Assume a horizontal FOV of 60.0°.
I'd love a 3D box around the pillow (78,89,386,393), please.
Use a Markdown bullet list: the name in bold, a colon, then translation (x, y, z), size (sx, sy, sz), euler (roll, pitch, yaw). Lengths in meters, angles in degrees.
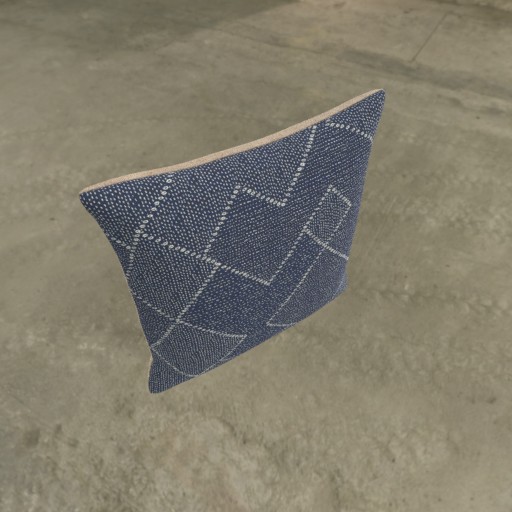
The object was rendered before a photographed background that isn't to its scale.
- **pillow**: translation (0.000, 0.000, 0.686), size (0.435, 0.428, 0.148), euler (-25, 52, -22)
